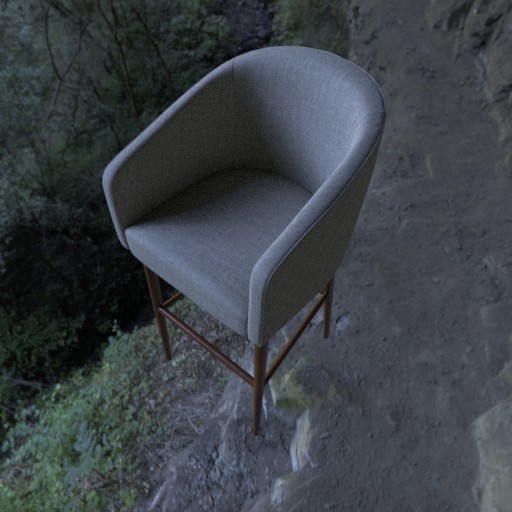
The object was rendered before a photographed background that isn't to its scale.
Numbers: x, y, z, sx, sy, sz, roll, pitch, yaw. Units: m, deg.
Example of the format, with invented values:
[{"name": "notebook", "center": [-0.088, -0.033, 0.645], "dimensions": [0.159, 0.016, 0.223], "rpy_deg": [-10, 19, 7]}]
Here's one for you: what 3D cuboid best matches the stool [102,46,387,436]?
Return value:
[{"name": "stool", "center": [0.000, 0.000, 1.400], "dimensions": [0.559, 1.078, 0.607], "rpy_deg": [32, 55, 26]}]
